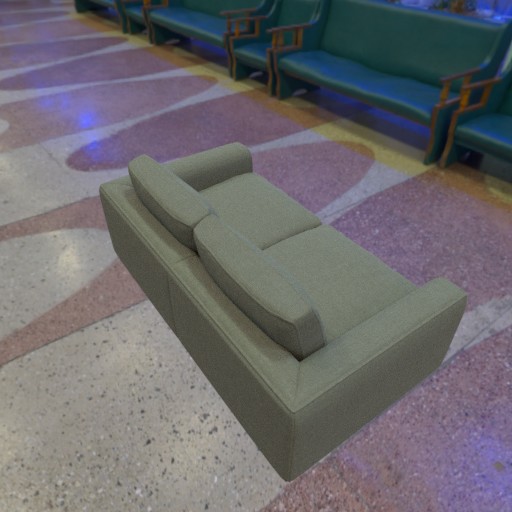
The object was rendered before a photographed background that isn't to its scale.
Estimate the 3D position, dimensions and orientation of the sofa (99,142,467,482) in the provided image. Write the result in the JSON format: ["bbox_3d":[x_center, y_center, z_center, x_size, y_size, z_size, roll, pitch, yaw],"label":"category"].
[{"bbox_3d":[0.000,0.000,2.447,1.069,0.800,1.920,-25,46,-26],"label":"sofa"}]
